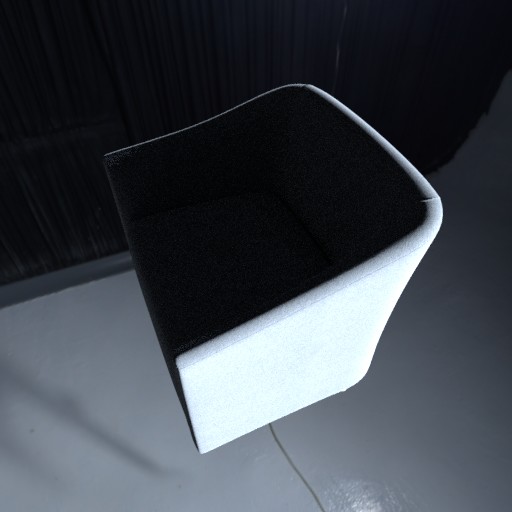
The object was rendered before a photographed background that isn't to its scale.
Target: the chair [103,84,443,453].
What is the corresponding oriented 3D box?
[{"bbox_3d":[0.000,0.000,1.353,0.700,0.720,0.790,-18,49,-16],"label":"chair"}]
